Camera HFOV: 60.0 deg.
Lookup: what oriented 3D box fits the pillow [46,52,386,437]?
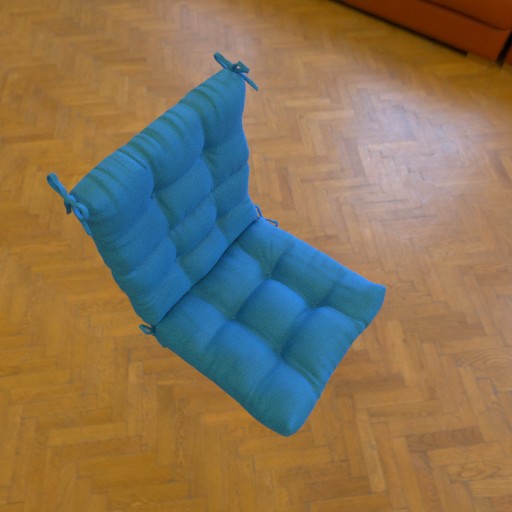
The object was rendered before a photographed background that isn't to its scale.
[{"bbox_3d":[0.000,0.000,1.022,0.571,0.605,0.519,33,64,18],"label":"pillow"}]
